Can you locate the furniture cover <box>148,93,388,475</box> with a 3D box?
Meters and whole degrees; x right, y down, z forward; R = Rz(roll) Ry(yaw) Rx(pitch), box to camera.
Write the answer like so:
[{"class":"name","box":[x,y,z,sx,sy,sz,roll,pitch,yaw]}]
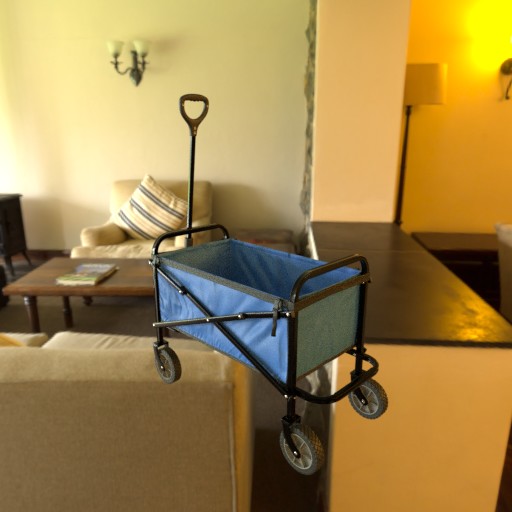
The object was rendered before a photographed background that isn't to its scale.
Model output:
[{"class":"furniture cover","box":[0.000,0.000,1.822,1.038,1.295,0.532,15,22,43]}]
